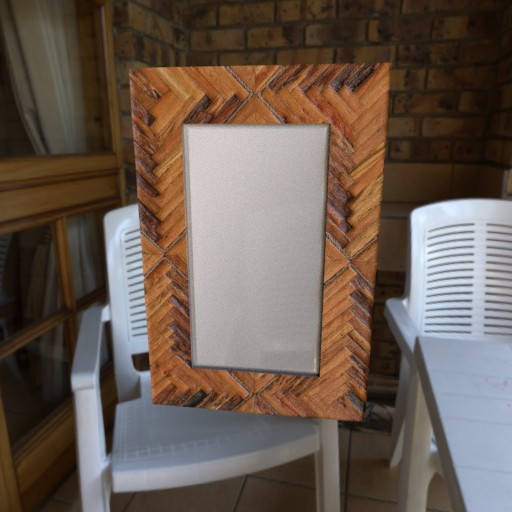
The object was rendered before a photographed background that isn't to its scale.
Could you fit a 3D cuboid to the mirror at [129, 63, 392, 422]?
[{"bbox_3d":[0.000,0.000,1.150,0.606,0.912,0.044,2,15,8],"label":"mirror"}]
